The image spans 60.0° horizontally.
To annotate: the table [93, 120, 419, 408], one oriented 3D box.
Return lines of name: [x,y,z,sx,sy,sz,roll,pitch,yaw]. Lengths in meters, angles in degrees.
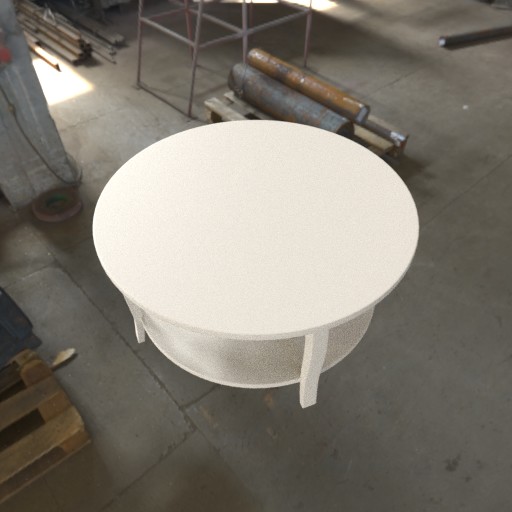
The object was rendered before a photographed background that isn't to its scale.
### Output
table: [0.000,0.000,1.438,0.910,0.457,0.910,0,46,0]
